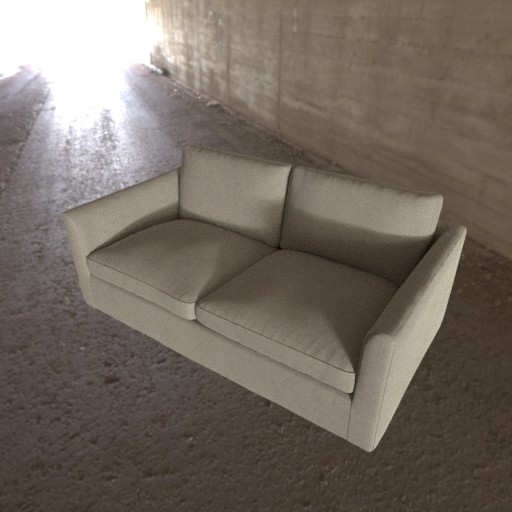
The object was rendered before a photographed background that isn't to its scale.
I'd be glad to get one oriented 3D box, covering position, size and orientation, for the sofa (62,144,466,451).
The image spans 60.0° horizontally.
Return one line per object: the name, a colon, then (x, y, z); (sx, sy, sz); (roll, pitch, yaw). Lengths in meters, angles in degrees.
sofa: (0.000, 0.000, 2.463); (1.905, 0.839, 1.091); (19, 34, 30)
